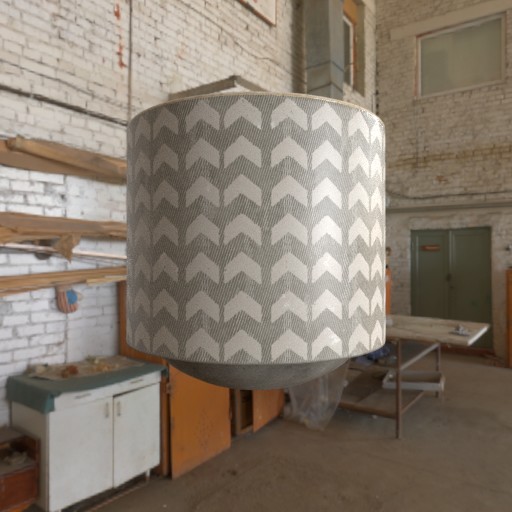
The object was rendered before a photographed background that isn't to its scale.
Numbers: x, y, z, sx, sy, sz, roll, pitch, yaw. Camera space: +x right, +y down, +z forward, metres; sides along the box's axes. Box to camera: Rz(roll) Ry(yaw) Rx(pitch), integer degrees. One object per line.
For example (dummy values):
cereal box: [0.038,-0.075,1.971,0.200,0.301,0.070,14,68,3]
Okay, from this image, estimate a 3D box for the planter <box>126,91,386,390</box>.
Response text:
planter: [0.000,0.000,0.339,0.190,0.181,0.190,0,0,0]
